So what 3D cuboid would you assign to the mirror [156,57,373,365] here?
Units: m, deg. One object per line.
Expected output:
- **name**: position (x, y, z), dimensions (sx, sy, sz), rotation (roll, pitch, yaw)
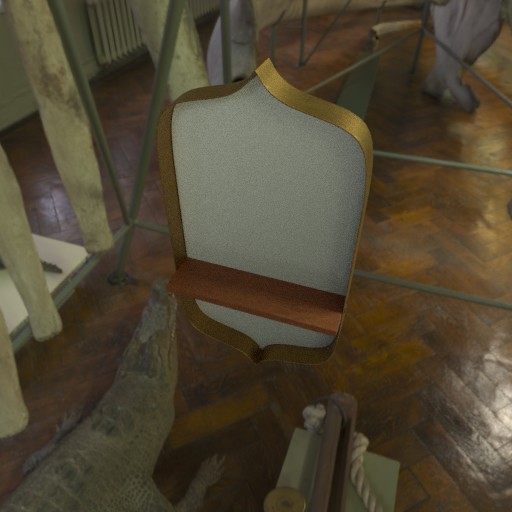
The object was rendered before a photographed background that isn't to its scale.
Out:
- **mirror**: position (0.000, 0.000, 0.748), dimensions (0.323, 0.613, 0.096), rotation (13, 43, 15)
